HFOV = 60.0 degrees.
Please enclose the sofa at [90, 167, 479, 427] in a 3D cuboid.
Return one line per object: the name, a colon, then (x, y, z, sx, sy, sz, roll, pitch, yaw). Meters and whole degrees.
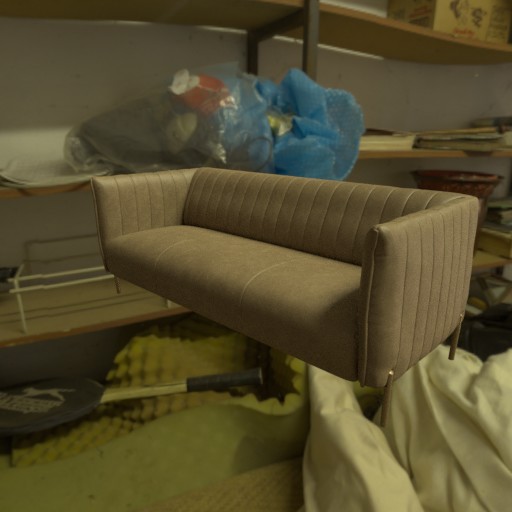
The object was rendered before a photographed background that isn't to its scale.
sofa: (0.000, 0.000, 2.376, 1.980, 0.779, 0.876, 16, 23, 42)
